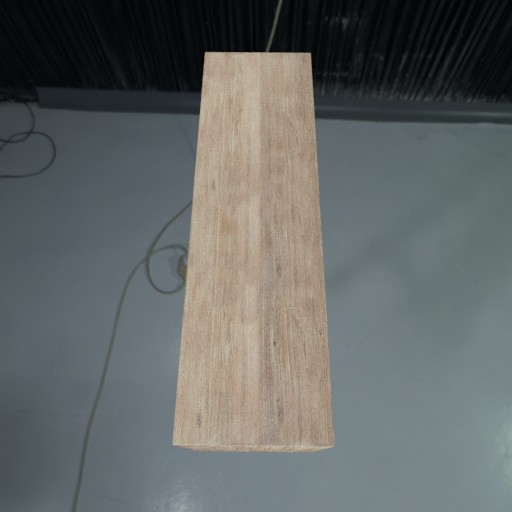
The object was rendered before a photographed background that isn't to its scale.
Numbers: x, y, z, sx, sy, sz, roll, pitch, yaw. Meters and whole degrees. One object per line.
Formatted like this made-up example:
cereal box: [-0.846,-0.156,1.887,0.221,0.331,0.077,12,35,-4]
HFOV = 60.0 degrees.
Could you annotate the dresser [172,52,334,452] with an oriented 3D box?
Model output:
dresser: [0.000,0.000,1.936,0.455,0.805,1.554,1,65,0]
